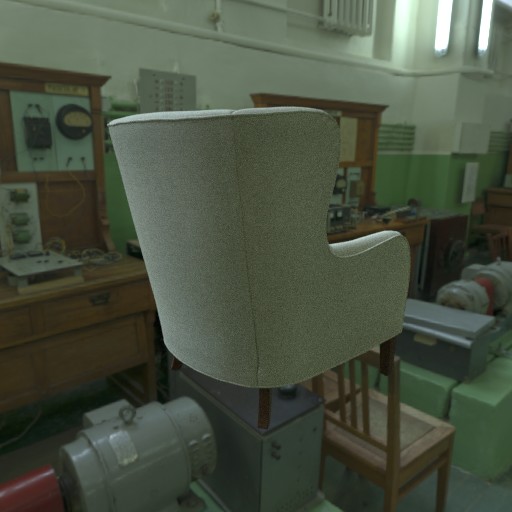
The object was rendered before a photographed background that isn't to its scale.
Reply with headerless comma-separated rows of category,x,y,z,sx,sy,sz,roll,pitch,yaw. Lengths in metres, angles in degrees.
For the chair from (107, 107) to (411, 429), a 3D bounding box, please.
chair,0.000,0.000,1.726,0.966,1.040,0.838,-12,19,-41
